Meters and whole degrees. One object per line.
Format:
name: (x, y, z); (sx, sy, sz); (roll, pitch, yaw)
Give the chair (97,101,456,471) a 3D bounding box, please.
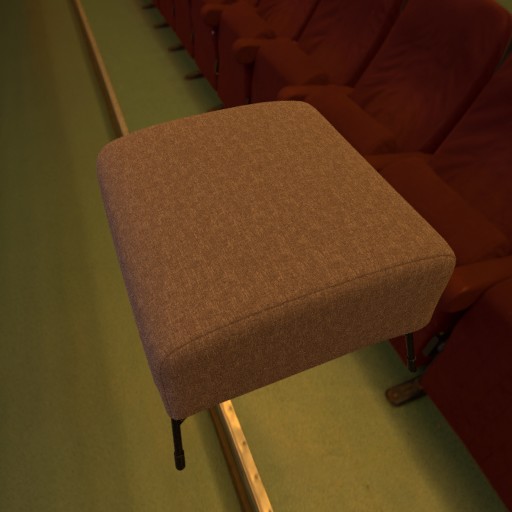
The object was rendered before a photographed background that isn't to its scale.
chair: (0.000, 0.000, 0.889); (0.530, 0.410, 0.530); (-17, 50, -15)
